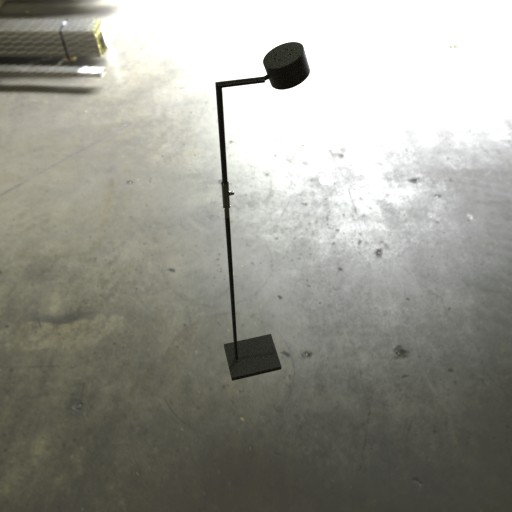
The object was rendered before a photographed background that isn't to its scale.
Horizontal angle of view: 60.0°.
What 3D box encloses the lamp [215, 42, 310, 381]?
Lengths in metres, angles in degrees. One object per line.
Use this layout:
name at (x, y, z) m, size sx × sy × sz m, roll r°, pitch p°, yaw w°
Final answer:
lamp at (0.000, 0.000, 1.751) m, size 0.304 × 1.600 × 0.203 m, roll -11°, pitch 49°, yaw -10°
